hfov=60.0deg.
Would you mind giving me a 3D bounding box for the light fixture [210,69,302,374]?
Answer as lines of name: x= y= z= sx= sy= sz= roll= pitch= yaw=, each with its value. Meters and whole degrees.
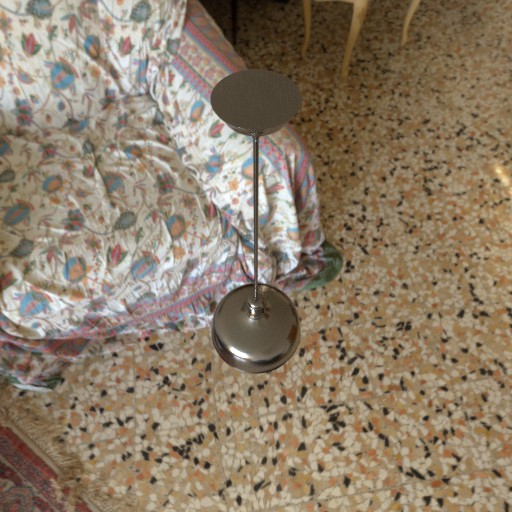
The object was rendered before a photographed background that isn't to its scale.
light fixture: x=0.000 y=0.000 z=1.088 sx=0.299 sy=0.935 sz=0.299 roll=0 pitch=58 yaw=0
